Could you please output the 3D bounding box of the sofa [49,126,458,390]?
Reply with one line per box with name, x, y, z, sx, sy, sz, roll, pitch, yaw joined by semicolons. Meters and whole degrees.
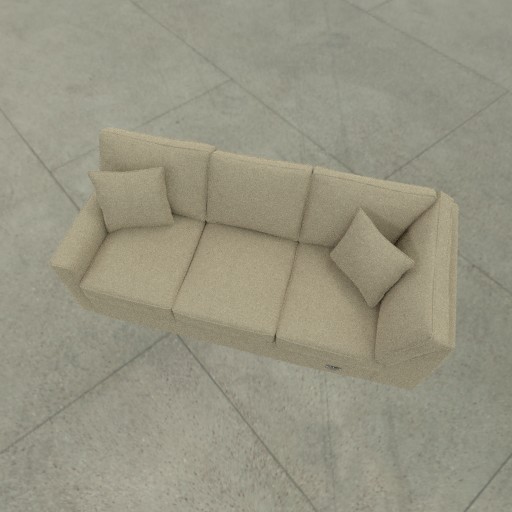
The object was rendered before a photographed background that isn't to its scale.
sofa;0.000;0.000;2.845;2.317;0.962;1.061;12;58;8
